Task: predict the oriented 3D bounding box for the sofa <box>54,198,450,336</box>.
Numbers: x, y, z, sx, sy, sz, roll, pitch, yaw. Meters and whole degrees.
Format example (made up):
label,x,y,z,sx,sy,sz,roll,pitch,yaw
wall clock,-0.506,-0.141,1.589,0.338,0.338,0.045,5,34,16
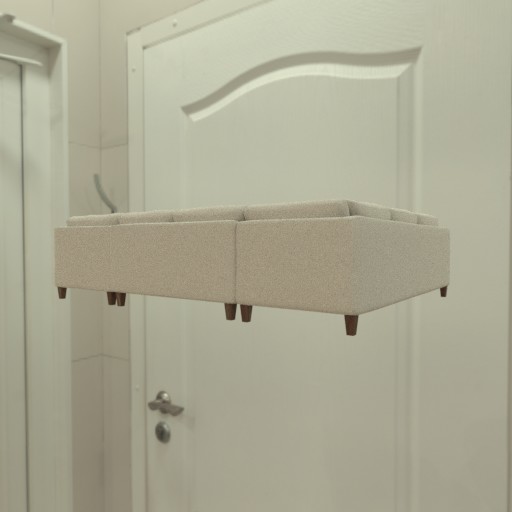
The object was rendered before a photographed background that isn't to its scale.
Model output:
label,x,y,z,sx,sy,sz,roll,pitch,yaw
sofa,0.000,0.000,4.532,3.238,0.853,2.551,1,2,35
